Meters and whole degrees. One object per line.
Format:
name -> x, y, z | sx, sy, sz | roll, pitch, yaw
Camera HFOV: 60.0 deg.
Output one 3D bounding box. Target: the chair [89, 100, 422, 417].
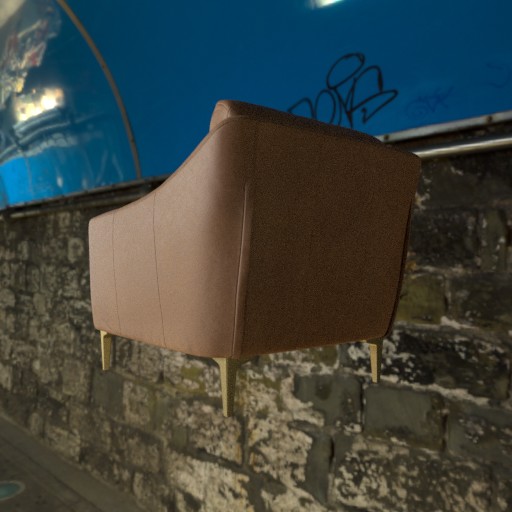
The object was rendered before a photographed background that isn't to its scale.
chair -> 0.000, 0.000, 1.658 | 0.988, 0.895, 0.963 | 1, -1, -35
